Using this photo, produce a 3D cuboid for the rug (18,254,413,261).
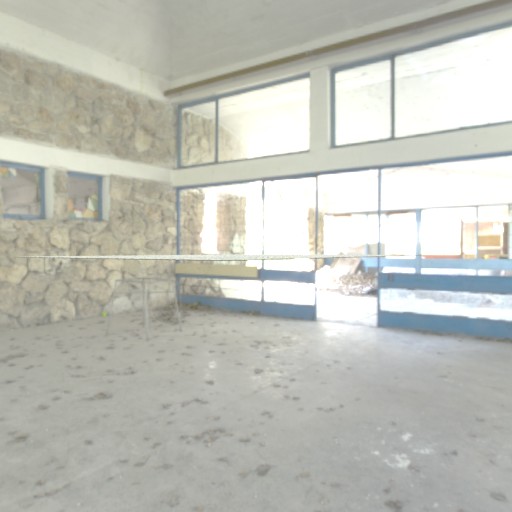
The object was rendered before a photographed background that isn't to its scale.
[{"bbox_3d":[0.000,0.000,3.014,1.524,0.005,2.439,0,1,36],"label":"rug"}]
